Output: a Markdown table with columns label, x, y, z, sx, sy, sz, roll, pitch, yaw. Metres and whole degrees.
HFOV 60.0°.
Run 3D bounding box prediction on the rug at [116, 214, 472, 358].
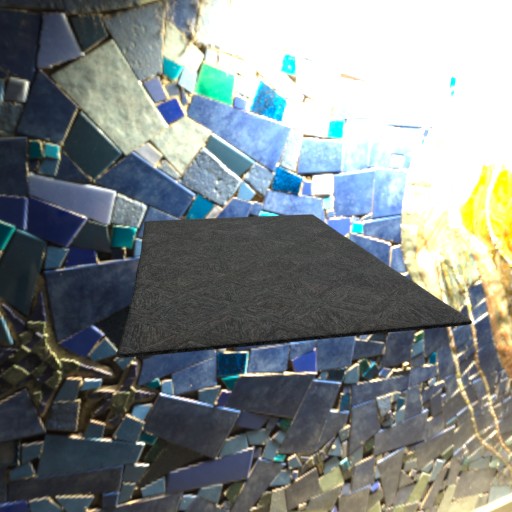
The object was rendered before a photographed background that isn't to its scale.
| label | x | y | z | sx | sy | sz | roll | pitch | yaw |
| --- | --- | --- | --- | --- | --- | --- | --- | --- | --- |
| rug | 0.000 | 0.000 | 2.188 | 1.158 | 0.013 | 1.752 | -3 | 18 | -11 |
